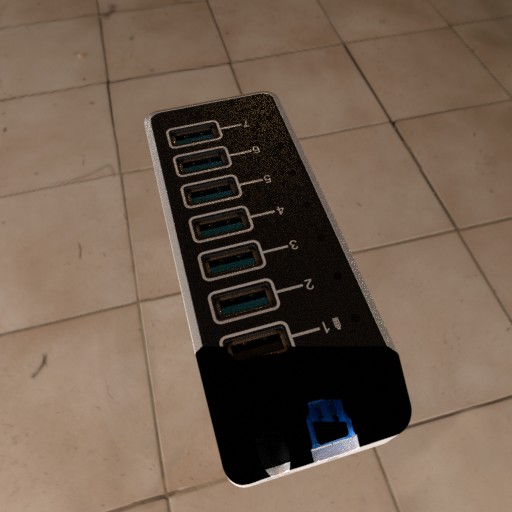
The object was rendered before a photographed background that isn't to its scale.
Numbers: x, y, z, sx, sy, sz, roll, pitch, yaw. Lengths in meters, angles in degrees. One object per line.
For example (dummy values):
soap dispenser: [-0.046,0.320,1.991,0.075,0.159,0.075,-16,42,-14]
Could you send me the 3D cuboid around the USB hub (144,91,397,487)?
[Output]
USB hub: [0.000,0.000,0.126,0.044,0.023,0.110,-14,60,-8]
